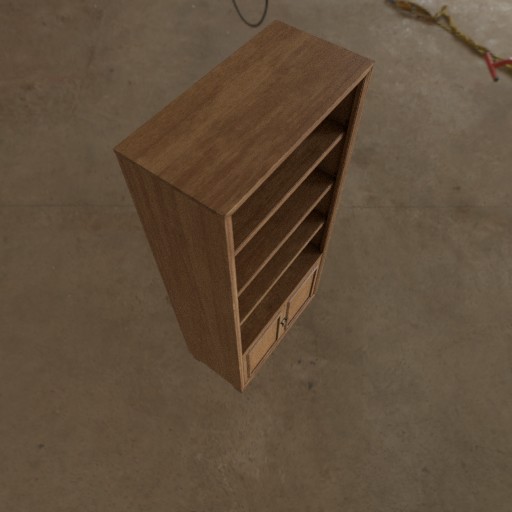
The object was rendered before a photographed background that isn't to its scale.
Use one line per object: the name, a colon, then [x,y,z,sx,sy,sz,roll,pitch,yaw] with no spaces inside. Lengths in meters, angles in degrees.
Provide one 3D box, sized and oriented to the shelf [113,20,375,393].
shelf: [0.000,0.000,2.288,0.453,1.930,0.864,32,63,18]
